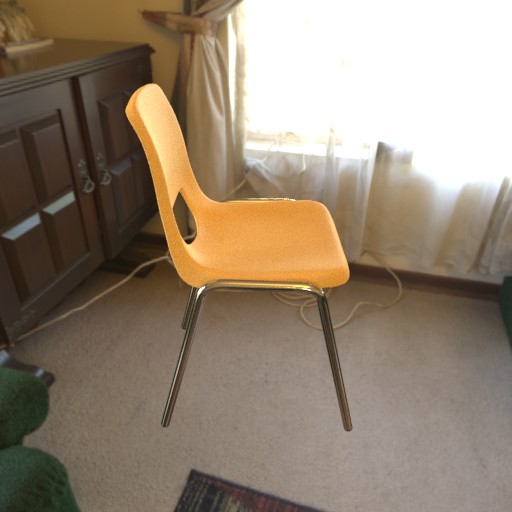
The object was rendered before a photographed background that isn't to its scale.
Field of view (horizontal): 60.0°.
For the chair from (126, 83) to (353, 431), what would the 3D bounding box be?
[{"bbox_3d":[0.000,0.000,0.977,0.436,0.704,0.381,0,32,0],"label":"chair"}]
